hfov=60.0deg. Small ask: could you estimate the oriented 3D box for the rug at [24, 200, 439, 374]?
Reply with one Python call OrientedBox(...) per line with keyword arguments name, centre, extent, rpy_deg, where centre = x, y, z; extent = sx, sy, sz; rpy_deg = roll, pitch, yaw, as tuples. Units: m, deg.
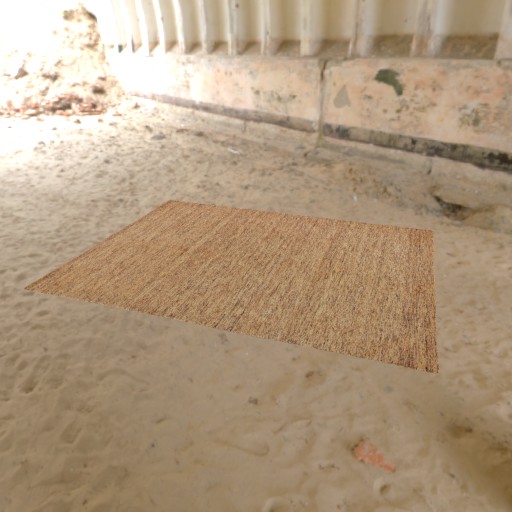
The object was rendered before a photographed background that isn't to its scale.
OrientedBox(name="rug", centre=(0.000, 0.000, 4.210), extent=(3.200, 0.012, 2.438), rpy_deg=(8, 27, 17))
